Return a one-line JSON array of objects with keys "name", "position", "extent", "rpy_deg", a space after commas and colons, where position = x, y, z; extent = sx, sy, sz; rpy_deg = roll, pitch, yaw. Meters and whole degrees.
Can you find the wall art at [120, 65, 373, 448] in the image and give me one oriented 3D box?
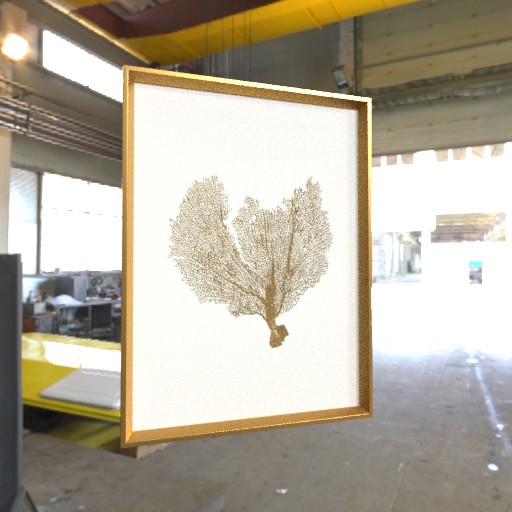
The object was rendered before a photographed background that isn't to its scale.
[{"name": "wall art", "position": [0.000, 0.000, 1.050], "extent": [0.610, 0.812, 0.038], "rpy_deg": [0, -1, -18]}]
